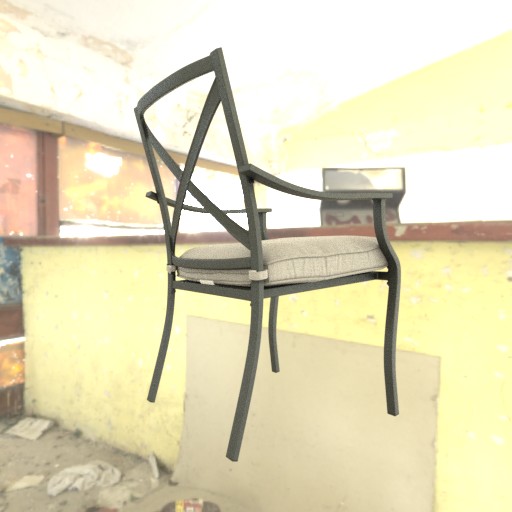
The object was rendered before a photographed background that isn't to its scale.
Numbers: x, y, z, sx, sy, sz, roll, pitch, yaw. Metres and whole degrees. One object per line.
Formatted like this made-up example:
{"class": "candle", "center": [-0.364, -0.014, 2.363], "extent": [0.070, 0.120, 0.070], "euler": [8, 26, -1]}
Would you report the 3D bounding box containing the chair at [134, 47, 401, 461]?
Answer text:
{"class": "chair", "center": [0.000, 0.000, 1.289], "extent": [0.620, 0.889, 0.575], "euler": [-1, 1, -36]}
